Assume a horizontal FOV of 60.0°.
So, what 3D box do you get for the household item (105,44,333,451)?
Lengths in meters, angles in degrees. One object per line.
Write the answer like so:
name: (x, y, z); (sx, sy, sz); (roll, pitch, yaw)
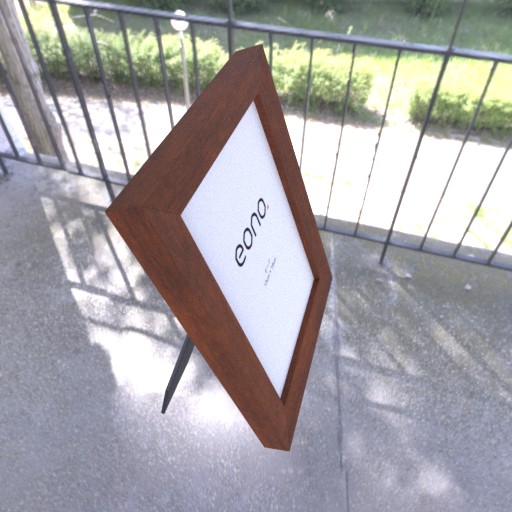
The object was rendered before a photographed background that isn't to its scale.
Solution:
household item: (0.000, 0.000, 0.289); (0.096, 0.204, 0.160); (13, 48, 12)
